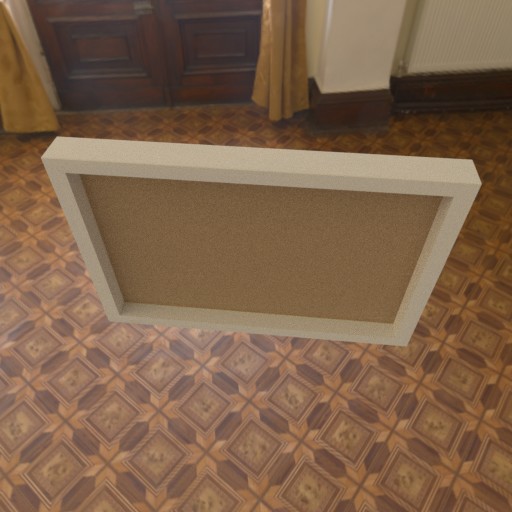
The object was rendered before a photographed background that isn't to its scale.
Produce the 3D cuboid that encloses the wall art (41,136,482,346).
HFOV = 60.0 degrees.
[{"bbox_3d":[0.000,0.000,0.489,0.384,0.254,0.039,4,47,4],"label":"wall art"}]
